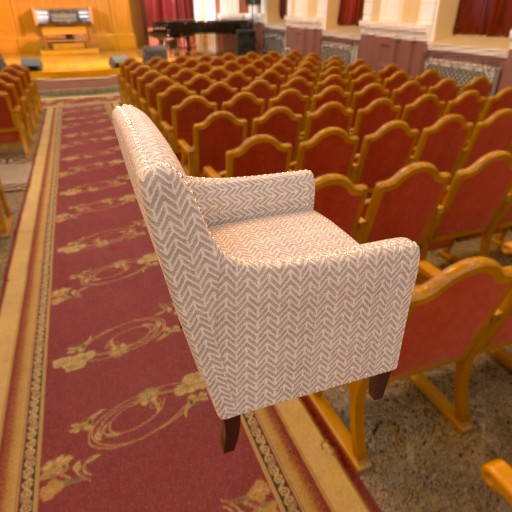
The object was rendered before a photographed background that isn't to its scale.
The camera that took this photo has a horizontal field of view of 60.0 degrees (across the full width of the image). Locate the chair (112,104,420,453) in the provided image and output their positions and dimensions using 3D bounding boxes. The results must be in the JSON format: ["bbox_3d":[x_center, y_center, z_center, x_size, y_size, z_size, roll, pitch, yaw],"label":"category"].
[{"bbox_3d":[0.000,0.000,1.291,0.651,0.816,0.623,-10,31,-17],"label":"chair"}]
